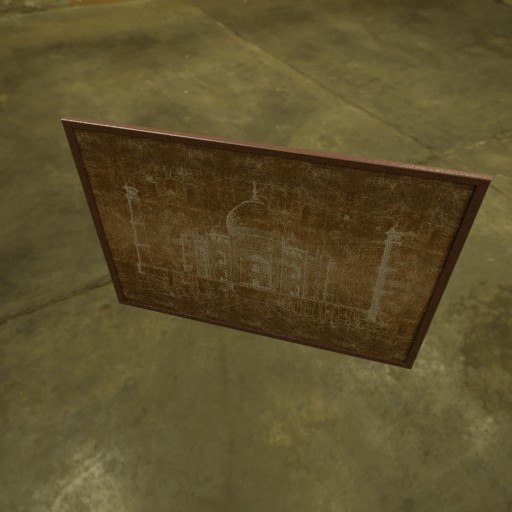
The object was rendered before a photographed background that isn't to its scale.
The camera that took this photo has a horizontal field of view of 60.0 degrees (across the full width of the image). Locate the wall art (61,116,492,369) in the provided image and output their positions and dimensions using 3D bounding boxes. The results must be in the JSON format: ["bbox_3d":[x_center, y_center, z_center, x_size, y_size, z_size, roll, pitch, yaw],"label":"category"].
[{"bbox_3d":[0.000,0.000,0.818,0.660,0.455,0.014,11,44,11],"label":"wall art"}]
